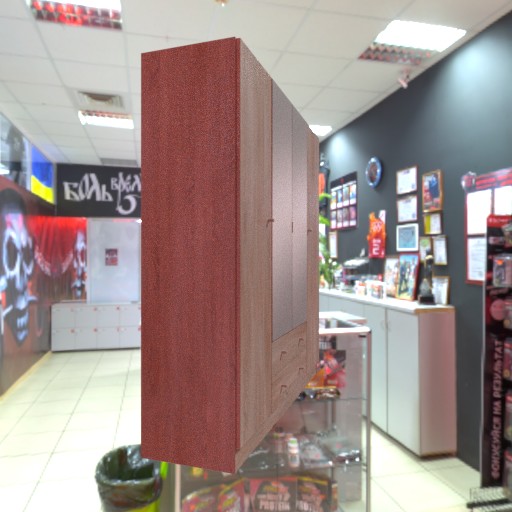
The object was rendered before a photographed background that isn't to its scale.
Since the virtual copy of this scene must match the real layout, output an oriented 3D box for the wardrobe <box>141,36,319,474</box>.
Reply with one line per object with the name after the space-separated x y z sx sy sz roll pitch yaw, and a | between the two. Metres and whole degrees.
0.000 0.000 3.205 0.598 2.159 1.998 0 0 19 | wardrobe
